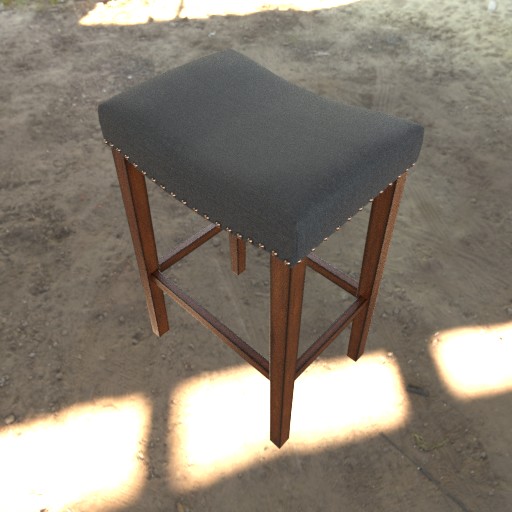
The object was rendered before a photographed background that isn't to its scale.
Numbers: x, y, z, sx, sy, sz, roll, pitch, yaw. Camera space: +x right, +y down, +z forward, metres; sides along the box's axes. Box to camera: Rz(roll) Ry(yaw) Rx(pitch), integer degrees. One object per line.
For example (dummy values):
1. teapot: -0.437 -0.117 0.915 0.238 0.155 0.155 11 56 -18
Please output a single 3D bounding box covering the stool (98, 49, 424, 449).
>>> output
1. stool: 0.000 0.000 1.028 0.502 0.748 0.366 34 56 28
